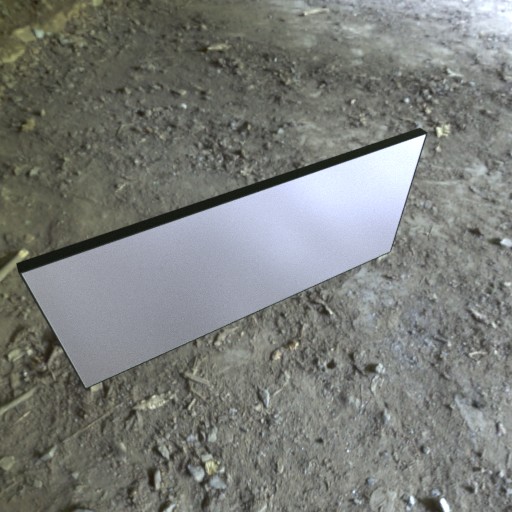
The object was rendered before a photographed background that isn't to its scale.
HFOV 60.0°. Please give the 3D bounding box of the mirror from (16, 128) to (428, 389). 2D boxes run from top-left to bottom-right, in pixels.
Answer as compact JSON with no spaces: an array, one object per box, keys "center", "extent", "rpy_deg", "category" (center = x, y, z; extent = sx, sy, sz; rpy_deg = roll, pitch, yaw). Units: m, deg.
[{"center":[0.000,0.000,1.800],"extent":[1.584,0.692,0.047],"rpy_deg":[-22,50,-20],"category":"mirror"}]
